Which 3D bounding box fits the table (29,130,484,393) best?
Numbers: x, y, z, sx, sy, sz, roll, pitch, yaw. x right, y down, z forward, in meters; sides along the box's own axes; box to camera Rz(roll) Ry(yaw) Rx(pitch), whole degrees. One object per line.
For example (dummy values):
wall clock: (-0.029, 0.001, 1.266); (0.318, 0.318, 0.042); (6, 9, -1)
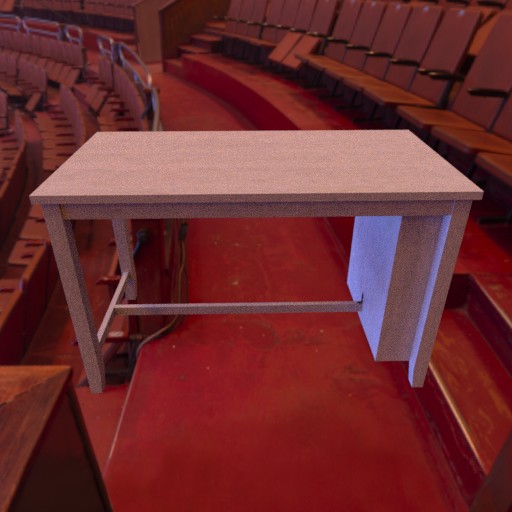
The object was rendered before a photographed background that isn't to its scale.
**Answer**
table: (0.000, 0.000, 1.897); (1.397, 0.874, 0.729); (-1, 31, -1)
